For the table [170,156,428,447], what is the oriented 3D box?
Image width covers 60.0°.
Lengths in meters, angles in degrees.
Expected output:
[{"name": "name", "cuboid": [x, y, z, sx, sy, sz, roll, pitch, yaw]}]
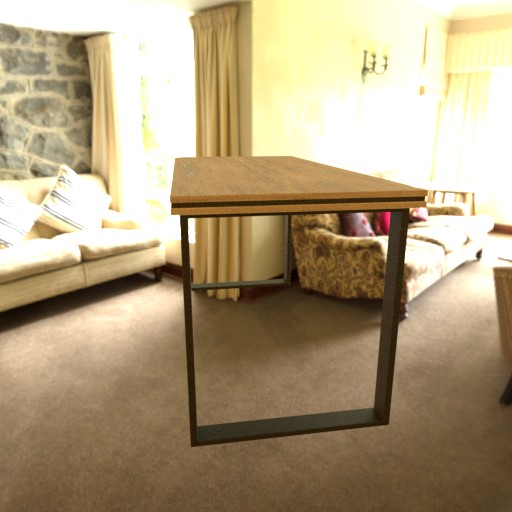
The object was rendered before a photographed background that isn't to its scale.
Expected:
[{"name": "table", "cuboid": [0.000, 0.000, 2.289, 0.795, 0.899, 1.778, -3, 16, -9]}]
